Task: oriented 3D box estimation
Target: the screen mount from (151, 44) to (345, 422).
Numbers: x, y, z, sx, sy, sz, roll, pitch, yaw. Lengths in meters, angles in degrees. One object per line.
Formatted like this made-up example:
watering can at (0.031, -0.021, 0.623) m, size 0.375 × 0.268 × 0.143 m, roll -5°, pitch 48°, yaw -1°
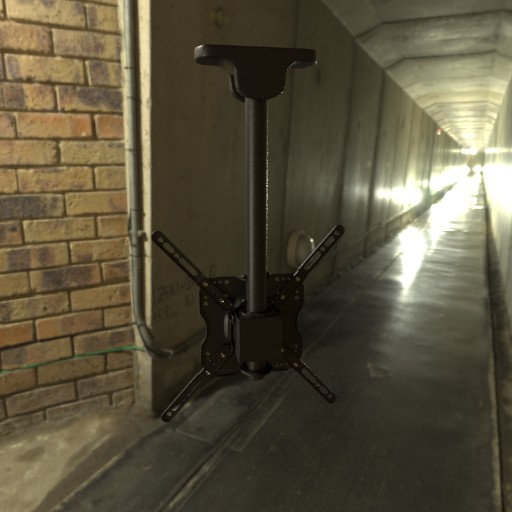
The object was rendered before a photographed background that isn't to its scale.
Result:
screen mount at (0.000, 0.000, 0.854) m, size 0.393 × 0.729 × 0.090 m, roll -3°, pitch 14°, yaw -11°
